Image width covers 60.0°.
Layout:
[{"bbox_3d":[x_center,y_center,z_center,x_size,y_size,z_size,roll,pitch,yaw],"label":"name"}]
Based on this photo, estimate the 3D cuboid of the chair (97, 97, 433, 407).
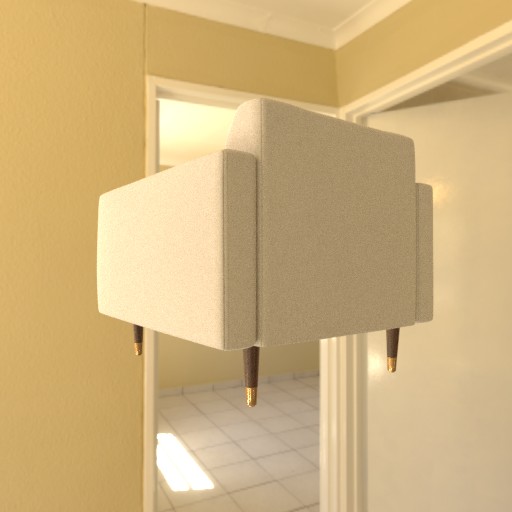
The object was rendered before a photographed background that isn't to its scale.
[{"bbox_3d":[0.000,0.000,1.699,0.953,0.819,0.998,0,-1,-37],"label":"chair"}]
